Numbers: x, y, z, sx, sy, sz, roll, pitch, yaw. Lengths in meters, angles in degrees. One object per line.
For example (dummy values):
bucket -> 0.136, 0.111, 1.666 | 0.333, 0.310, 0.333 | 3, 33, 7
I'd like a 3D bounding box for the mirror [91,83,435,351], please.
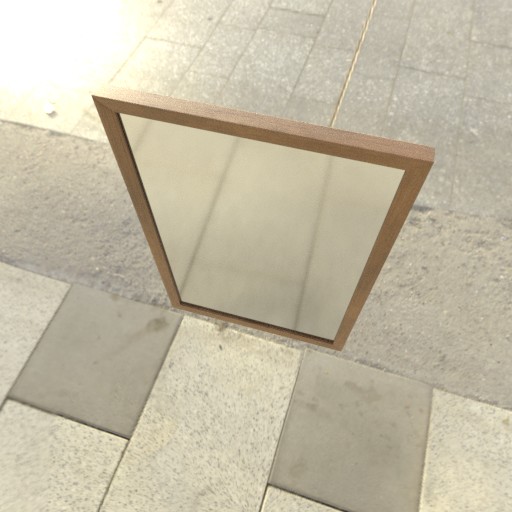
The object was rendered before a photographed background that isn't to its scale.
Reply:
mirror -> 0.000, 0.000, 1.161 | 0.609, 0.915, 0.040 | 13, 60, 8
